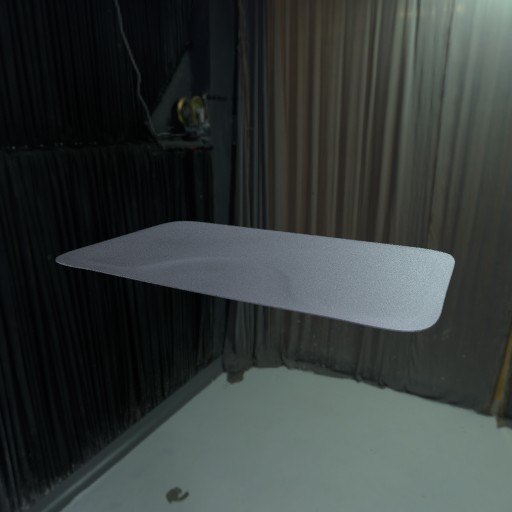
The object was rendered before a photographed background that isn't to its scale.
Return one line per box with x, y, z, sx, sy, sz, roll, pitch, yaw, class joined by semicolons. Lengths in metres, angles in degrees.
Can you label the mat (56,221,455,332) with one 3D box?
0.000;0.000;1.886;1.524;0.013;0.918;8;19;26;mat
